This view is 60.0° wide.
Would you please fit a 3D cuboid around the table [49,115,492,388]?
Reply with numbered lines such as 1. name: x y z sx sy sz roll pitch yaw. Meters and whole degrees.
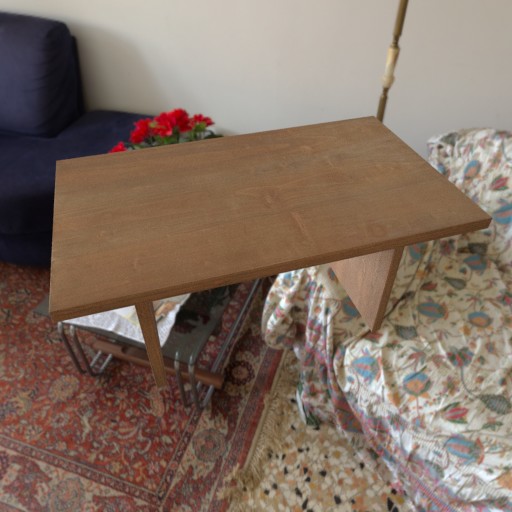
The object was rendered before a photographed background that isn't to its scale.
1. table: 0.000 0.000 2.119 1.609 0.780 0.946 -12 43 -13
